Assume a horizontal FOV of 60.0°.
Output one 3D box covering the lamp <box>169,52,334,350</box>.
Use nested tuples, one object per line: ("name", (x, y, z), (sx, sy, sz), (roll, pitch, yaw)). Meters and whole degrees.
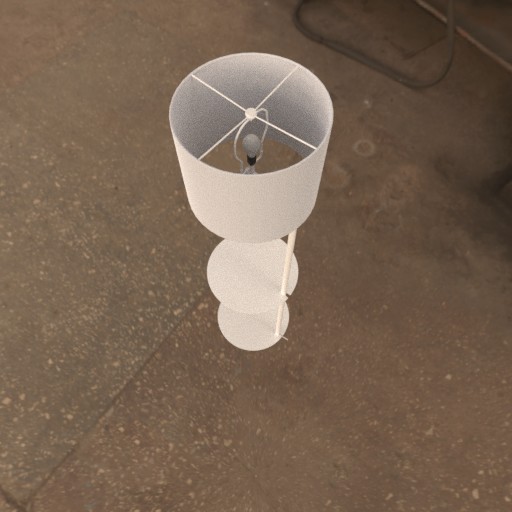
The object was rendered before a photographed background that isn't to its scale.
("lamp", (0.000, 0.000, 1.657), (0.405, 1.465, 0.372), (35, 69, 16))
